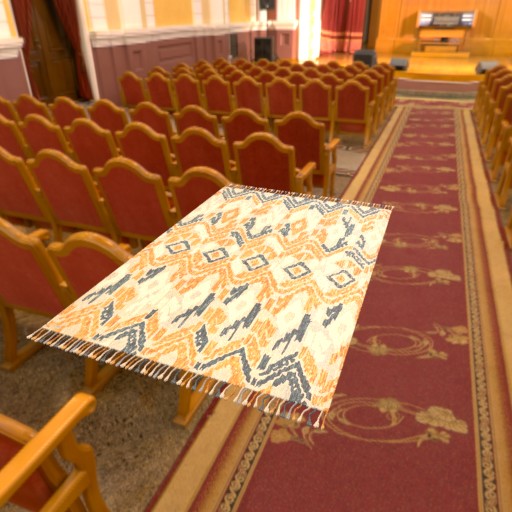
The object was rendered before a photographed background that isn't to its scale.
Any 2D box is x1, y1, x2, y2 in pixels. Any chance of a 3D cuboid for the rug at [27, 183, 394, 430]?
[{"bbox_3d":[0.000,0.000,2.963,1.533,0.010,2.428,11,31,19],"label":"rug"}]
